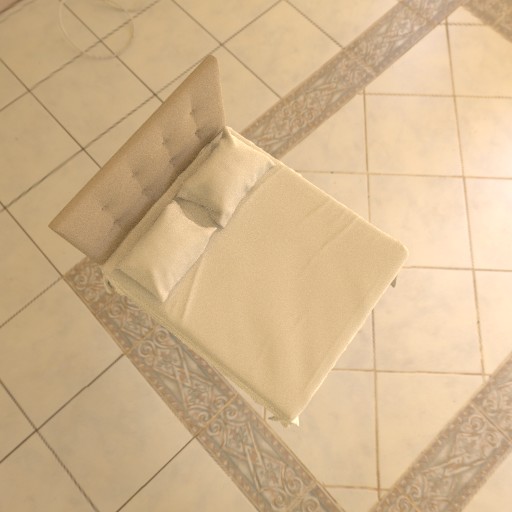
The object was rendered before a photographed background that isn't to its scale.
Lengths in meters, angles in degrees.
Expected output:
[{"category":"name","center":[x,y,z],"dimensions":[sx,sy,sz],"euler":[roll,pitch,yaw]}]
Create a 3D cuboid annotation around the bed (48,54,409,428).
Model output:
[{"category":"bed","center":[0.000,0.000,3.521],"dimensions":[2.222,1.577,1.936],"euler":[36,77,10]}]
